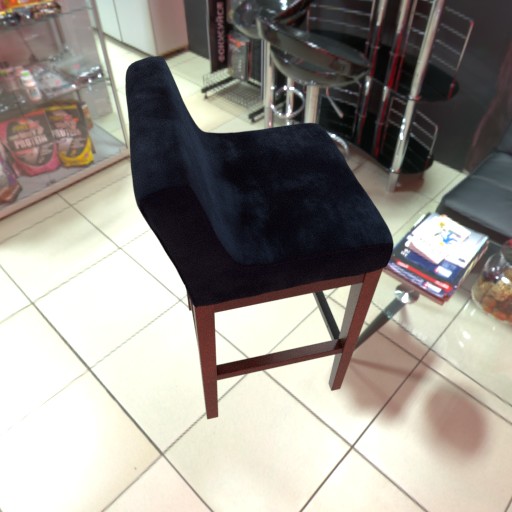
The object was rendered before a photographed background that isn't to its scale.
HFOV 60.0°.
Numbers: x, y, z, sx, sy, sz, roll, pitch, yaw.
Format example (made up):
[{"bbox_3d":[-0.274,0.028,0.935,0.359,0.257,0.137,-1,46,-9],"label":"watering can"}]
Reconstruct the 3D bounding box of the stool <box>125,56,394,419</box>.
[{"bbox_3d":[0.000,0.000,1.232,0.516,0.945,0.511,-10,48,-9],"label":"stool"}]
